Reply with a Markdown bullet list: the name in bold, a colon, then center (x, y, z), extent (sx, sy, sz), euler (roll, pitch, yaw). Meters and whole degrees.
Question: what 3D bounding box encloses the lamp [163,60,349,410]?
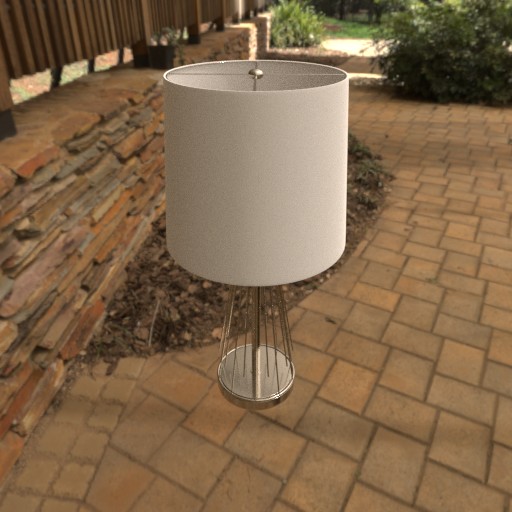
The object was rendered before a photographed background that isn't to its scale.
- **lamp**: center (0.000, 0.000, 0.785), extent (0.303, 0.618, 0.303), euler (0, 31, 0)
